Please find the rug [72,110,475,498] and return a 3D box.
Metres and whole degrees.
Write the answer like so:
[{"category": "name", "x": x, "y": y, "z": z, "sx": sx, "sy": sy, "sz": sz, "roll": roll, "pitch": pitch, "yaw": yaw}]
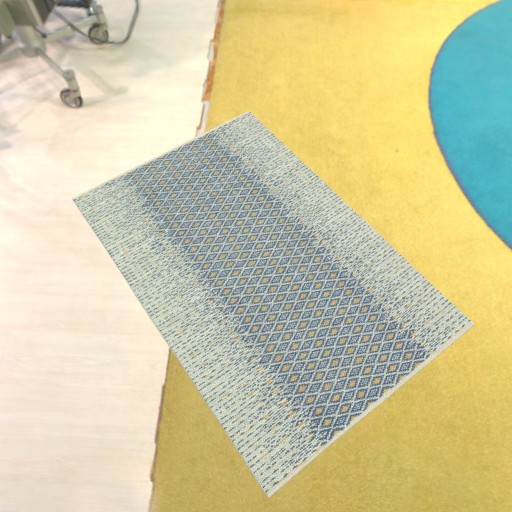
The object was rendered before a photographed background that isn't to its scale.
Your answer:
[{"category": "rug", "x": 0.000, "y": 0.000, "z": 2.283, "sx": 1.219, "sy": 0.005, "sz": 1.828, "roll": -32, "pitch": 64, "yaw": -18}]
